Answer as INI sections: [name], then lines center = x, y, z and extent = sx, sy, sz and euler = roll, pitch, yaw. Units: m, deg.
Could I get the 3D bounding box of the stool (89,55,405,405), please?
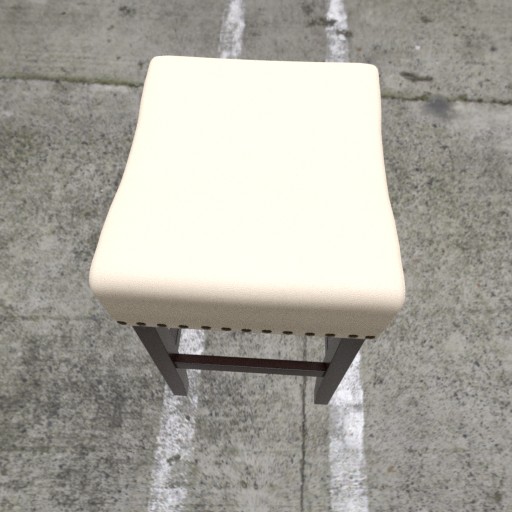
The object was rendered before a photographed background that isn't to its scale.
[stool]
center = 0.000, 0.000, 0.913
extent = 0.401, 0.609, 0.471
euler = 3, 59, 2
